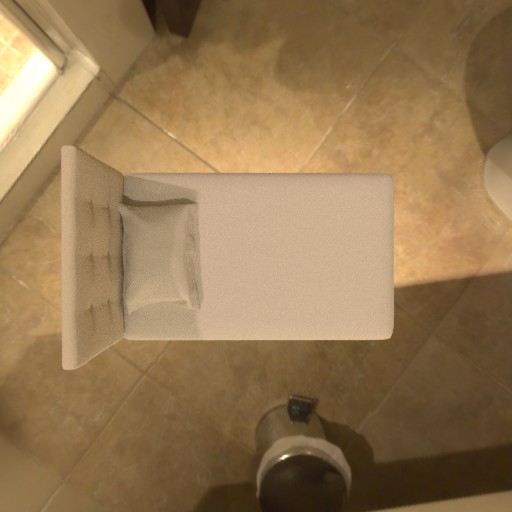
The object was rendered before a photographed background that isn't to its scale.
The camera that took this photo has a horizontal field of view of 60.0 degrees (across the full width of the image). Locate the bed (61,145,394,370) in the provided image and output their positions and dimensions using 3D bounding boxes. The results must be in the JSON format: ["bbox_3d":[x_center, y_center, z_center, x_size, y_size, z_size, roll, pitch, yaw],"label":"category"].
[{"bbox_3d":[0.000,0.000,3.005,1.997,1.571,1.261,0,91,0],"label":"bed"}]
